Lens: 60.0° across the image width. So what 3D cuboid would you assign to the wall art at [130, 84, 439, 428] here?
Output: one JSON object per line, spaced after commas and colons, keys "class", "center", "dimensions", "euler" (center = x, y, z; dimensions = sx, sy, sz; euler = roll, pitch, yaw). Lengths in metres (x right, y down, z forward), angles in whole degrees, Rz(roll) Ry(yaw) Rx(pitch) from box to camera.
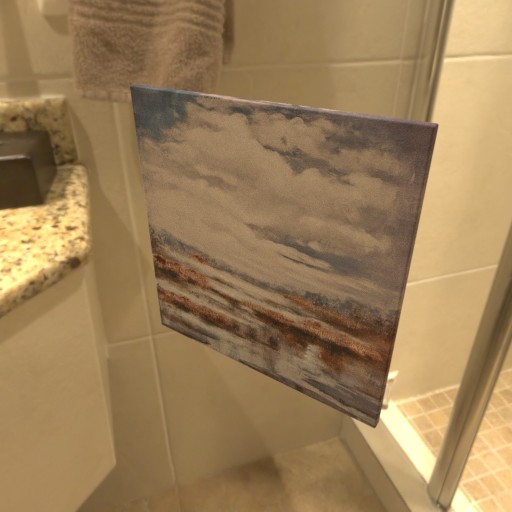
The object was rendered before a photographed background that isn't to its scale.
{"class": "wall art", "center": [0.000, 0.000, 1.338], "dimensions": [0.888, 0.897, 0.035], "euler": [19, 35, 29]}
